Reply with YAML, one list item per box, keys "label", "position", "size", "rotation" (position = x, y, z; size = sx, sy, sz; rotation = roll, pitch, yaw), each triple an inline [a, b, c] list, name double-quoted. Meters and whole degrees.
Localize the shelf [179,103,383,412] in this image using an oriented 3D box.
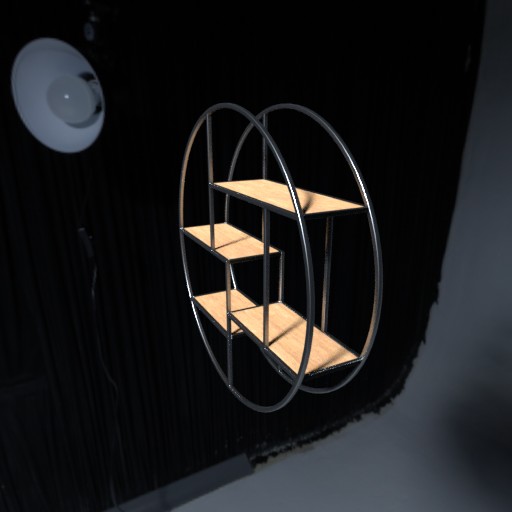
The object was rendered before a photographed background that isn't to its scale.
- label: "shelf"
  position: [0.000, 0.000, 1.365]
  size: [0.202, 0.888, 0.888]
  rotation: [-9, 20, -26]
